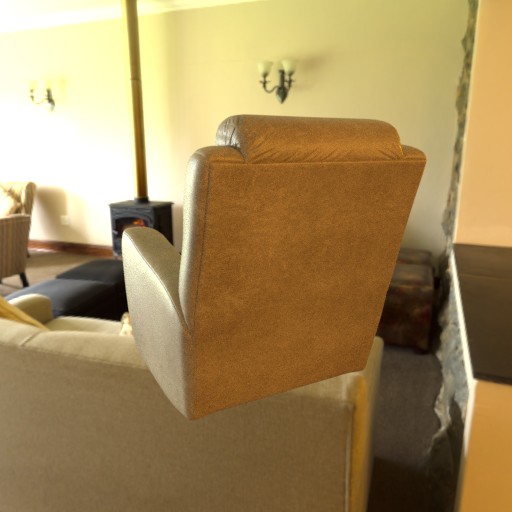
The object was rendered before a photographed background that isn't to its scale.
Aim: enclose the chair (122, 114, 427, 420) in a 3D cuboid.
[{"bbox_3d":[0.000,0.000,1.933,0.967,1.116,1.068,-7,16,-27],"label":"chair"}]
